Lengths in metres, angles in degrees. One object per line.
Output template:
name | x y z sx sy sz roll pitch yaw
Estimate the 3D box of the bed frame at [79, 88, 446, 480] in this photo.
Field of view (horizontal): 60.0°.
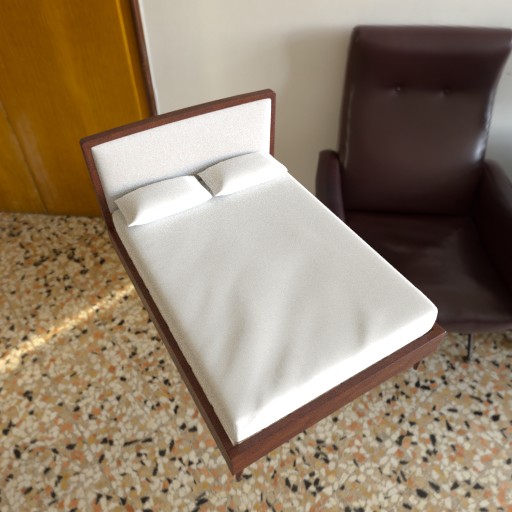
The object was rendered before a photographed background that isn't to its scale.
bed frame | 0.000 0.000 3.136 1.587 1.279 2.171 -23 49 -21
